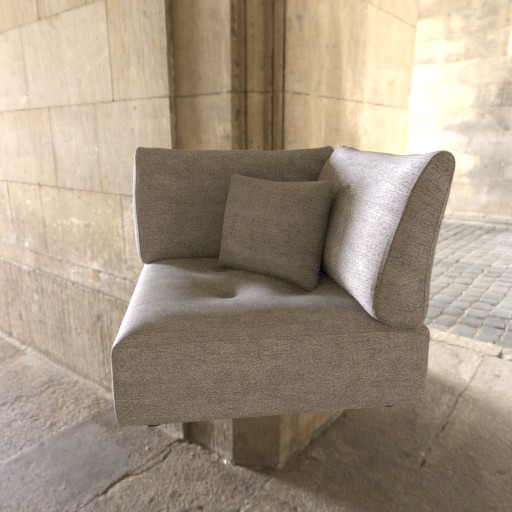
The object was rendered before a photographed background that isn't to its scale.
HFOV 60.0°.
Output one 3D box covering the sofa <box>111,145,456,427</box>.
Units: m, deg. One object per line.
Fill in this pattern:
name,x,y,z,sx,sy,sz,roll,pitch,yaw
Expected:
sofa,0.000,0.000,1.717,1.000,0.820,1.000,-2,15,-8
